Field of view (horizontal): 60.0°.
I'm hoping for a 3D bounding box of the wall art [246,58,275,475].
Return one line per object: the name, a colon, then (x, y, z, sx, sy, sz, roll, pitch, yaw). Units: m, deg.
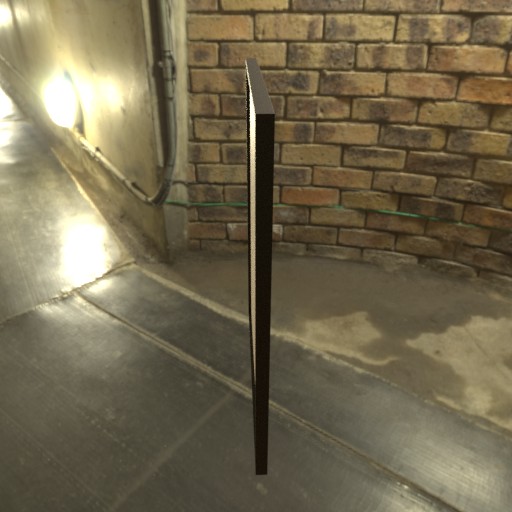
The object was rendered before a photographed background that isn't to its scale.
wall art: (0.000, 0.000, 1.417, 0.036, 1.070, 0.802, -1, 31, -2)
